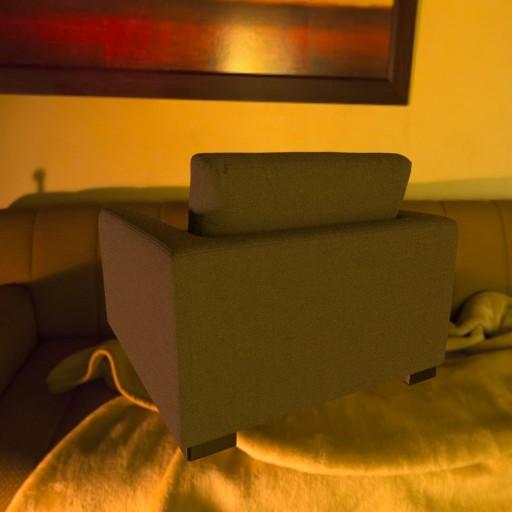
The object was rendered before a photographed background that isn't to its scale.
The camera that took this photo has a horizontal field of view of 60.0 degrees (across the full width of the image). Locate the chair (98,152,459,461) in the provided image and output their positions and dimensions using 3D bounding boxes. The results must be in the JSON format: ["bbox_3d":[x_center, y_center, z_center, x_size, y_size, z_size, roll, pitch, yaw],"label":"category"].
[{"bbox_3d":[0.000,0.000,1.834,1.070,0.847,1.100,-7,16,-28],"label":"chair"}]
